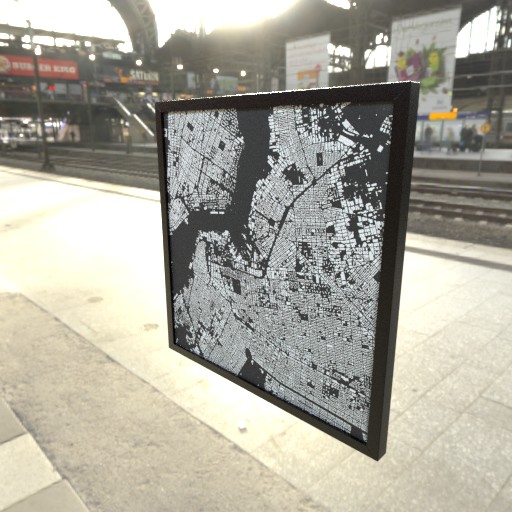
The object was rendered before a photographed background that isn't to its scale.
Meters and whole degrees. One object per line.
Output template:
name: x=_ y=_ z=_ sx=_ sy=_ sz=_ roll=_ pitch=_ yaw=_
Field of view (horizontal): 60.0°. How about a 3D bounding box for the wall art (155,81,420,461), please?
wall art: x=0.000 y=0.000 z=1.108 sx=0.755 sy=0.761 sz=0.038 roll=14 pitch=21 yaw=42
